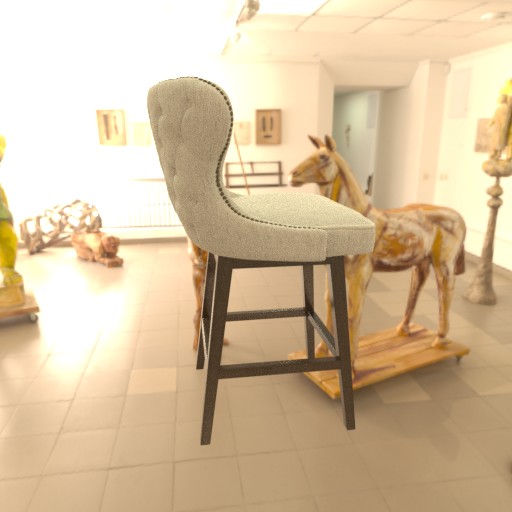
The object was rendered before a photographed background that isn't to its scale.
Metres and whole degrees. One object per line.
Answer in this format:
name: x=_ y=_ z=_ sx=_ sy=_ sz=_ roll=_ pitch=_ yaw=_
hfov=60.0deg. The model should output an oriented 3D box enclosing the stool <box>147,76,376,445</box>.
stool: x=0.000 y=0.000 z=1.363 sx=0.597 sy=0.972 sz=0.615 roll=-2 pitch=16 yaw=-9
